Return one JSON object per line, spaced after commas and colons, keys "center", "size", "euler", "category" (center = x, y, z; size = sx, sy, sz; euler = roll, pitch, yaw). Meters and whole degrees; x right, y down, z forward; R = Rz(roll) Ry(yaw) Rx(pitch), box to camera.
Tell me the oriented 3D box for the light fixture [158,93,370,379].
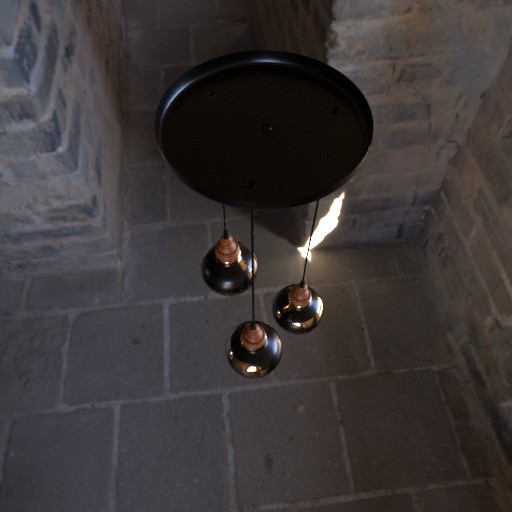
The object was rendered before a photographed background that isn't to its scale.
{"center": [0.000, 0.000, 1.743], "size": [0.605, 1.410, 0.608], "euler": [32, 64, 18], "category": "light fixture"}
